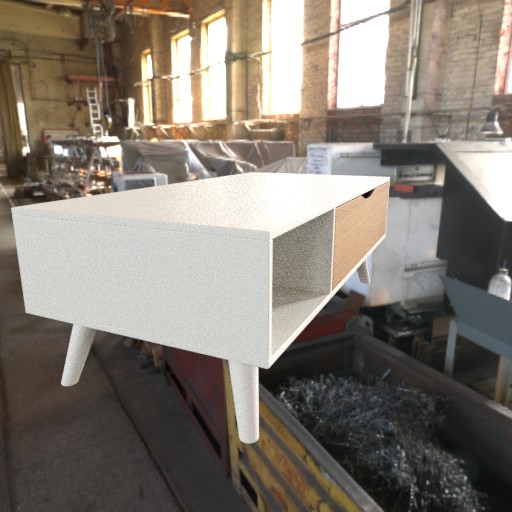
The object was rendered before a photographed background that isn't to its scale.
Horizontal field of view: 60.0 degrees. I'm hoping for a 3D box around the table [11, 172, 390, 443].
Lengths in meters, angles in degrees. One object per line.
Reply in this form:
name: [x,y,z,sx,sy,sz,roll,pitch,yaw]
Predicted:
table: [0.000,0.000,1.410,0.609,0.432,1.194,7,16,24]
